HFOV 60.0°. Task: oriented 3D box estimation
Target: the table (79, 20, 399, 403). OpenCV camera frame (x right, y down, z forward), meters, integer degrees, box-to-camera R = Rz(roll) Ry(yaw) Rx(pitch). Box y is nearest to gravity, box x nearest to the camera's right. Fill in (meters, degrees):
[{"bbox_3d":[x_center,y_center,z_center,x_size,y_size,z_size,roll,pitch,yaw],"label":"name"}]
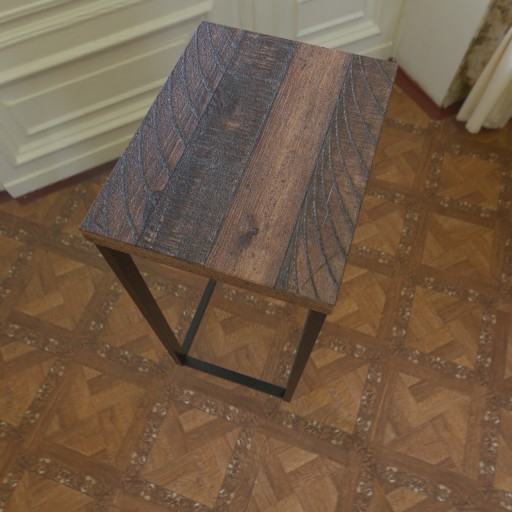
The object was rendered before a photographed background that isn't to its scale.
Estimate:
[{"bbox_3d":[0.000,0.000,0.926,0.323,0.718,0.414,17,64,8],"label":"table"}]
